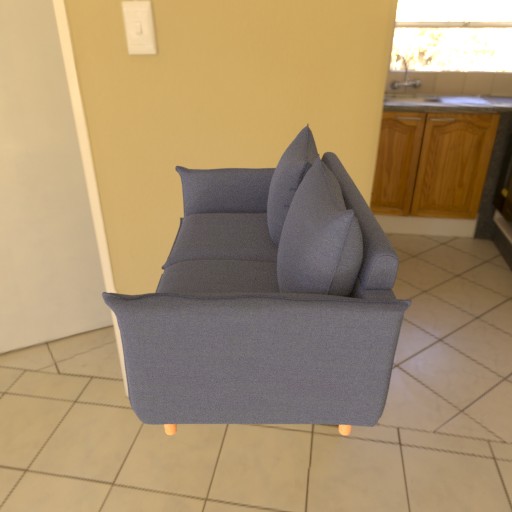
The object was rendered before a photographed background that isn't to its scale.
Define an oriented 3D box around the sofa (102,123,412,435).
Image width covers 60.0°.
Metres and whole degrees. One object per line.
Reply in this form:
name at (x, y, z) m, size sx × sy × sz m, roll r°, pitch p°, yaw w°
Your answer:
sofa at (0.000, 0.000, 1.802) m, size 0.820 × 0.840 × 1.300 m, roll 0°, pitch 27°, yaw 0°
